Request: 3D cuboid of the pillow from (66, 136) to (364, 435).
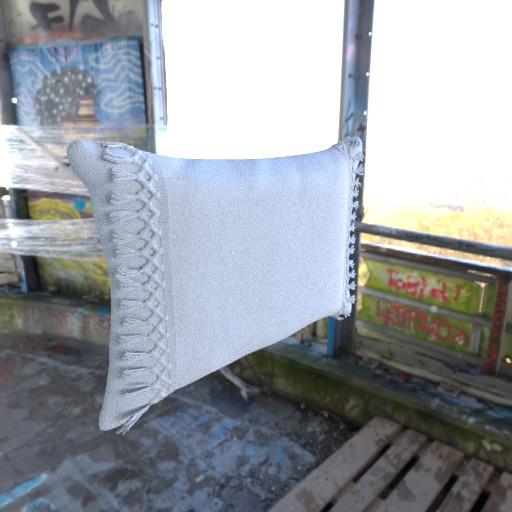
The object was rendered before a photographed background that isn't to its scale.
[{"bbox_3d":[0.000,0.000,0.585,0.466,0.305,0.084,-15,21,-42],"label":"pillow"}]
